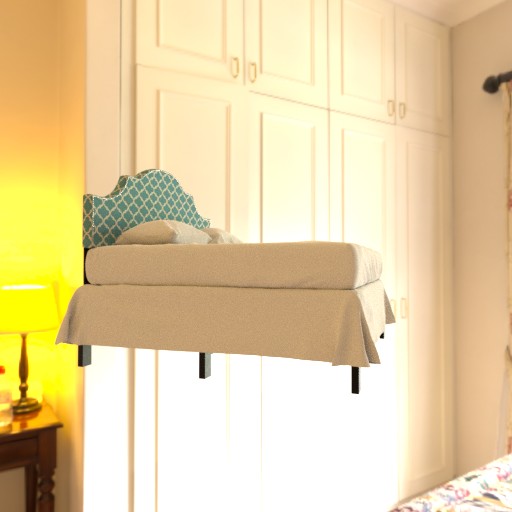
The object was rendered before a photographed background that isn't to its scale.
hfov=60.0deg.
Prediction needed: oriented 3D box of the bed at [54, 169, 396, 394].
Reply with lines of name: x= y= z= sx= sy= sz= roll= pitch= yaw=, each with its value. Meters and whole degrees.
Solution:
bed: x=0.000 y=0.000 z=3.814 sx=2.222 sy=1.601 sz=2.314 roll=0 pitch=-1 yaw=20
